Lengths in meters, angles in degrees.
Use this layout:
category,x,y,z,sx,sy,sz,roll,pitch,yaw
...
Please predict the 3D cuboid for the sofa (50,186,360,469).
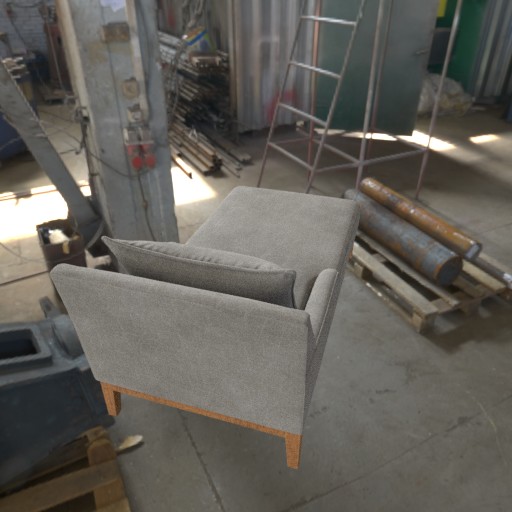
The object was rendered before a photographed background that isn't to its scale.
category,x,y,z,sx,sy,sz,roll,pitch,yaw
sofa,0.000,0.000,2.273,0.894,0.859,1.779,10,33,15
